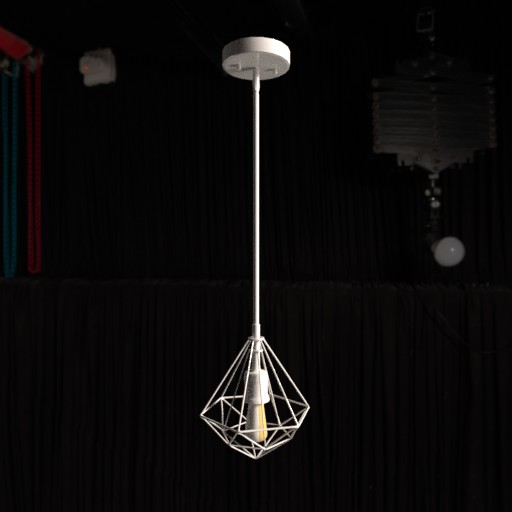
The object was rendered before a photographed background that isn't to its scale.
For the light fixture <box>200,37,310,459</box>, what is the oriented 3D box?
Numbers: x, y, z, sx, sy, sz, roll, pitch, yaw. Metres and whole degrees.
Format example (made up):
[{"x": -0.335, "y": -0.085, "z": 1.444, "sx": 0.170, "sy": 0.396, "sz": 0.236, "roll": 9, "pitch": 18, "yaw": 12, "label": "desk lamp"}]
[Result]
[{"x": 0.000, "y": 0.000, "z": 1.930, "sx": 0.431, "sy": 1.764, "sz": 0.487, "roll": 0, "pitch": 0, "yaw": 17, "label": "light fixture"}]
